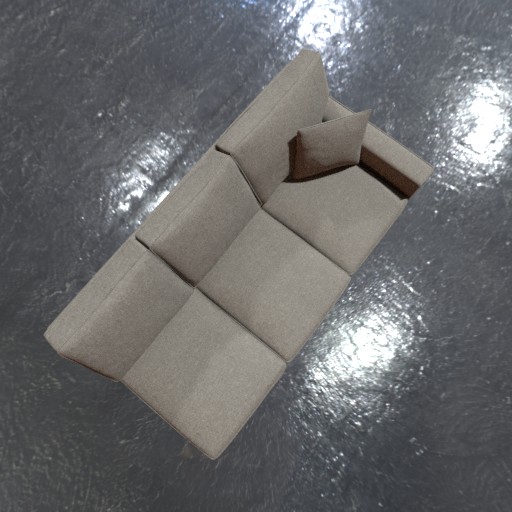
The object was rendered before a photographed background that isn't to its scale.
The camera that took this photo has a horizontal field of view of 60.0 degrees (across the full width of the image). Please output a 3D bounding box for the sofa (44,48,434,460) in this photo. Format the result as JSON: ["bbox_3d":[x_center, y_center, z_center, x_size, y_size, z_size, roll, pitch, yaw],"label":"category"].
[{"bbox_3d":[0.000,0.000,2.492,1.034,0.946,1.963,38,79,9],"label":"sofa"}]
